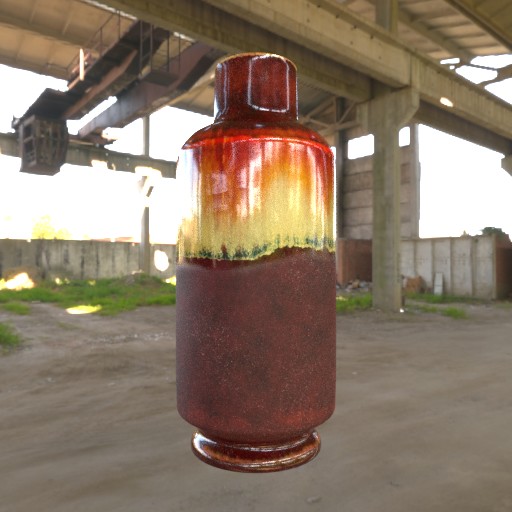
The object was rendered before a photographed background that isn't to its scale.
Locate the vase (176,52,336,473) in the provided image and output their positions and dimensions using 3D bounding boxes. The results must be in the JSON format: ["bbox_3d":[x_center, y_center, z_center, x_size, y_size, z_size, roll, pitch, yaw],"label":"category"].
[{"bbox_3d":[0.000,0.000,0.311,0.111,0.261,0.111,0,-1,0],"label":"vase"}]
